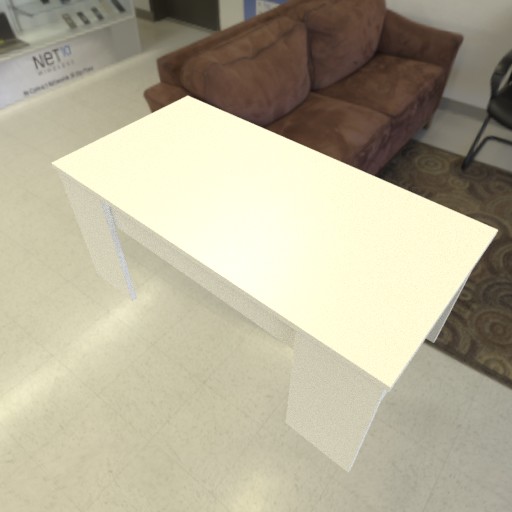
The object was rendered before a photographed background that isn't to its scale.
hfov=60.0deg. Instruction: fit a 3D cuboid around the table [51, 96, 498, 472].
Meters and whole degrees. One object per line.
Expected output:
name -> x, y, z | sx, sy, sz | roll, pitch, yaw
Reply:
table -> 0.000, 0.000, 1.241 | 1.000, 0.440, 0.500 | 31, 54, 27
